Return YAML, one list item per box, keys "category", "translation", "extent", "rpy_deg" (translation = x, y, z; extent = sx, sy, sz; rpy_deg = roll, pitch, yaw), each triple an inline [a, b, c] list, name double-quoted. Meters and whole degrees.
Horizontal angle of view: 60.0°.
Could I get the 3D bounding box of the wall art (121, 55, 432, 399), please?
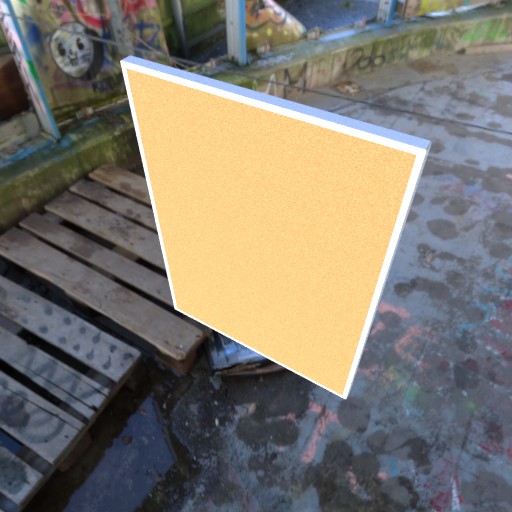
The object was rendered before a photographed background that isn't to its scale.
- category: "wall art"
  translation: [0.000, 0.000, 1.603]
  extent: [0.914, 1.221, 0.046]
  rpy_deg: [24, 51, 21]
